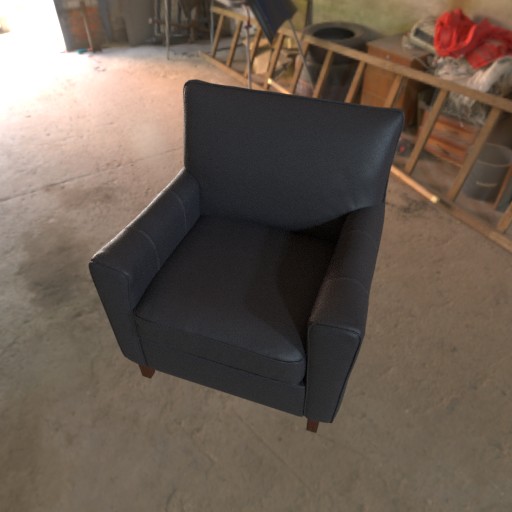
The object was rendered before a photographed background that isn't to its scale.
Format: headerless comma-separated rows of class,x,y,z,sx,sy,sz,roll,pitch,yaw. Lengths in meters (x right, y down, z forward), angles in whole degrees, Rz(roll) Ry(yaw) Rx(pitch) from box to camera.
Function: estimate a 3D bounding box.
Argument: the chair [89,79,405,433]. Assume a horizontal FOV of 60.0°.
chair,0.000,0.000,1.646,0.870,0.943,0.825,13,44,14
